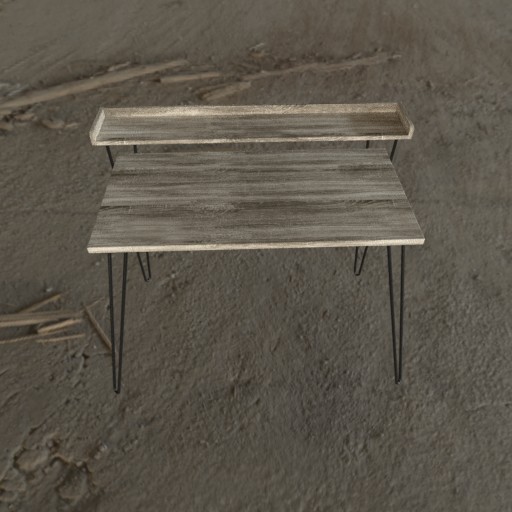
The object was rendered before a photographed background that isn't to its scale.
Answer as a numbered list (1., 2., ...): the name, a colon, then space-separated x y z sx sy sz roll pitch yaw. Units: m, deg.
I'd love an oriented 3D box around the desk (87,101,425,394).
1. desk: 0.000 0.000 1.631 1.135 0.899 0.605 -2 46 -1
